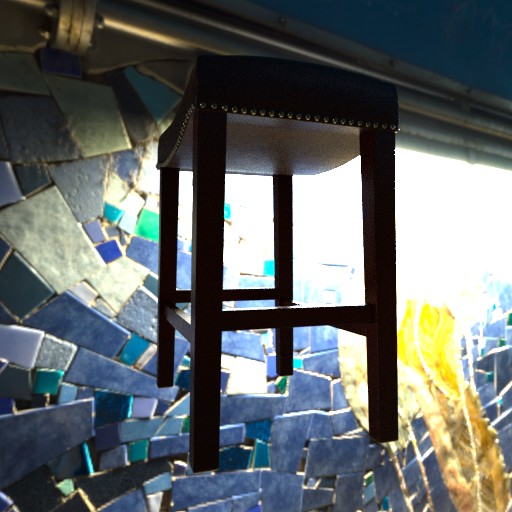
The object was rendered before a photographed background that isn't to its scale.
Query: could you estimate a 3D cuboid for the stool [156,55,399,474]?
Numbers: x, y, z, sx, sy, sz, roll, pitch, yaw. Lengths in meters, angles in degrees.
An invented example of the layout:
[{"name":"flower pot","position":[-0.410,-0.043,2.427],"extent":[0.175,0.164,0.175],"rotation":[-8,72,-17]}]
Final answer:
[{"name":"stool","position":[0.000,0.000,0.953],"extent":[0.372,0.657,0.504],"rotation":[0,0,-19]}]
